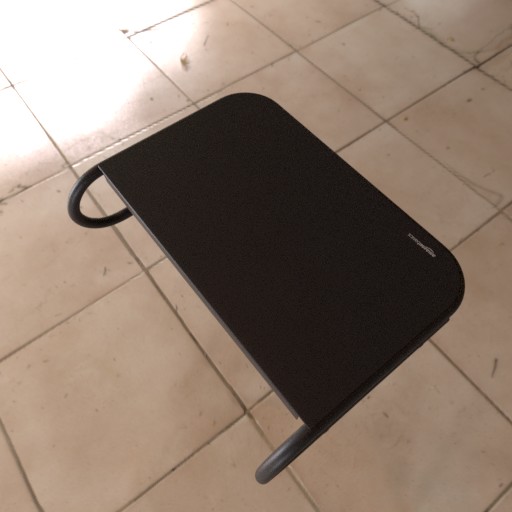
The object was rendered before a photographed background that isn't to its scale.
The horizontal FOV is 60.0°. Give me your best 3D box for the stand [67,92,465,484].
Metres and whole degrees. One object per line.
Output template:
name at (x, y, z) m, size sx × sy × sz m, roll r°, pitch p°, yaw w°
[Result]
stand at (0.000, 0.000, 0.499) m, size 0.280 × 0.108 × 0.370 m, roll -35°, pitch 66°, yaw -18°
